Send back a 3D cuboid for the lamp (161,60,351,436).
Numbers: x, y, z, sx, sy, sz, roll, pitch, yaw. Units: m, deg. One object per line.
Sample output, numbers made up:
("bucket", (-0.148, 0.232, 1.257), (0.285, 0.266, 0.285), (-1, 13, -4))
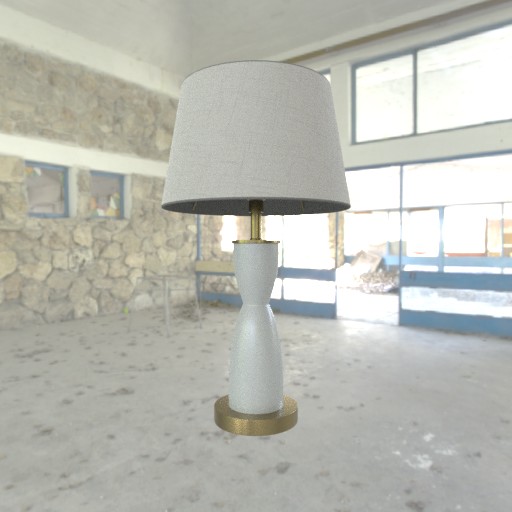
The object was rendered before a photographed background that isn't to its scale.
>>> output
("lamp", (0.000, 0.000, 0.738), (0.309, 0.545, 0.309), (0, 1, 0))
